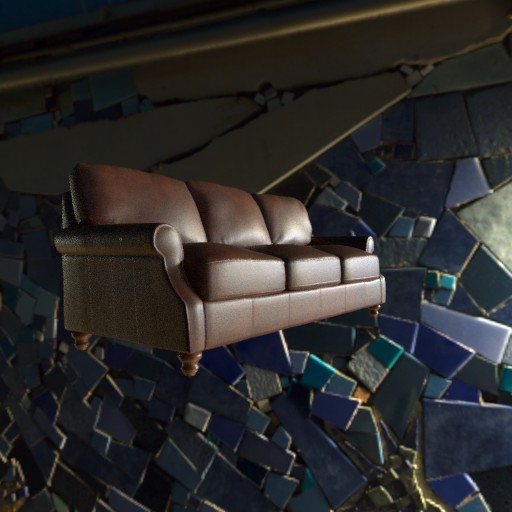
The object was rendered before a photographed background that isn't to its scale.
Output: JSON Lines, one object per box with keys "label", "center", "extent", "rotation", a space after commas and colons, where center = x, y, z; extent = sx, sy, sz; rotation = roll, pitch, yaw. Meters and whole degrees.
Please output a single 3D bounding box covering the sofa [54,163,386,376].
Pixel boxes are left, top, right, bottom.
{"label": "sofa", "center": [0.000, 0.000, 2.912], "extent": [0.973, 0.977, 2.351], "rotation": [1, 1, 37]}
